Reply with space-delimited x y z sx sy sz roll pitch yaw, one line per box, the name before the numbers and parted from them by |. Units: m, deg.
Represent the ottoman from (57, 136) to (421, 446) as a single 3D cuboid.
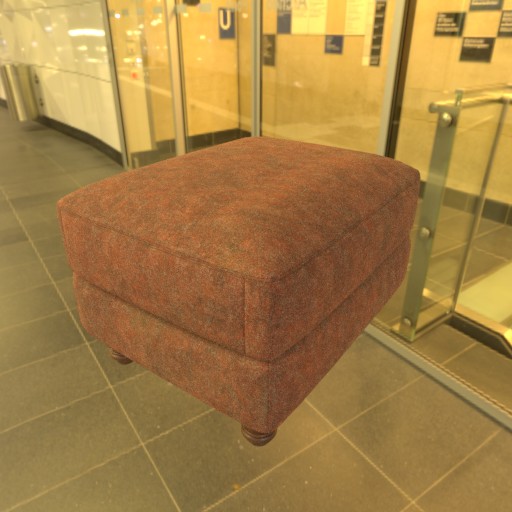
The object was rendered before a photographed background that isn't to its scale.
ottoman | 0.000 0.000 1.162 0.635 0.508 0.787 18 32 32
